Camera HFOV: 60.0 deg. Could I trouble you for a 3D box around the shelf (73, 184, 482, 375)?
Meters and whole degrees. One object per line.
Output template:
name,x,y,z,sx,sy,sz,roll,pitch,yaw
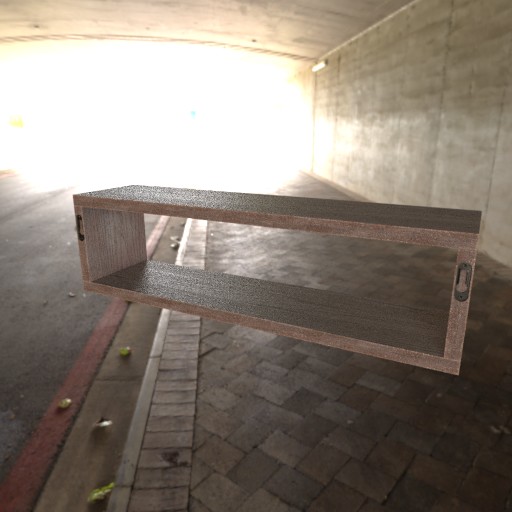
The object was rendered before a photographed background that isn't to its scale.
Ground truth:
shelf,0.000,0.000,0.692,0.610,0.170,0.150,8,18,26
